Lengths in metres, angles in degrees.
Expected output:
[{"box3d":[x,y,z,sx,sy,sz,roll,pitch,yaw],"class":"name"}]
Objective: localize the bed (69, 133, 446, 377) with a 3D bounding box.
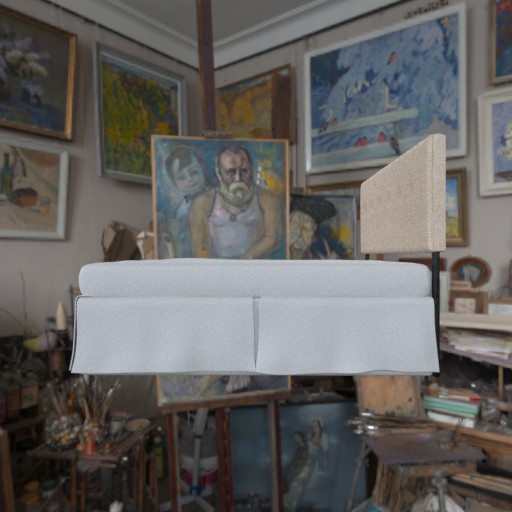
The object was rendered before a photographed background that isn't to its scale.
[{"box3d":[0.000,0.000,3.092,1.978,1.270,1.643,0,0,0],"class":"bed"}]
